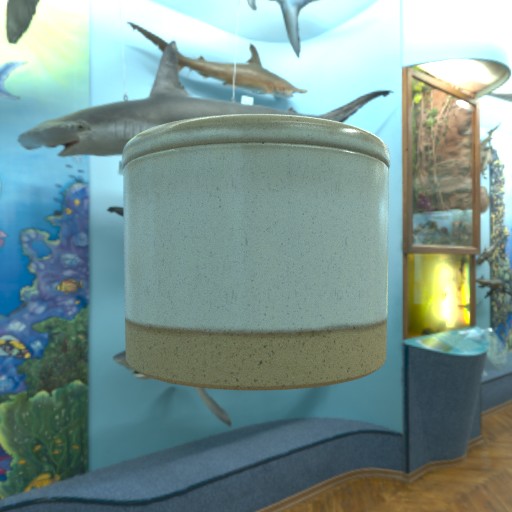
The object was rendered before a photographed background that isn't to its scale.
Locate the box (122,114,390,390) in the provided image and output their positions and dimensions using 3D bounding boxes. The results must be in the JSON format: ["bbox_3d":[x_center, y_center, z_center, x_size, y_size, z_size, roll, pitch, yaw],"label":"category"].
[{"bbox_3d":[0.000,0.000,0.265,0.154,0.123,0.154,0,-1,0],"label":"box"}]
